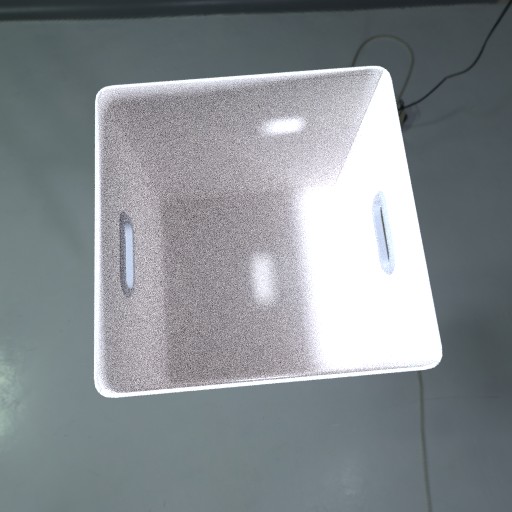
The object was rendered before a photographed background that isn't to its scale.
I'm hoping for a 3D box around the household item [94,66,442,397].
[{"bbox_3d":[0.000,0.000,0.560,0.305,0.305,0.305,-5,76,-1],"label":"household item"}]
